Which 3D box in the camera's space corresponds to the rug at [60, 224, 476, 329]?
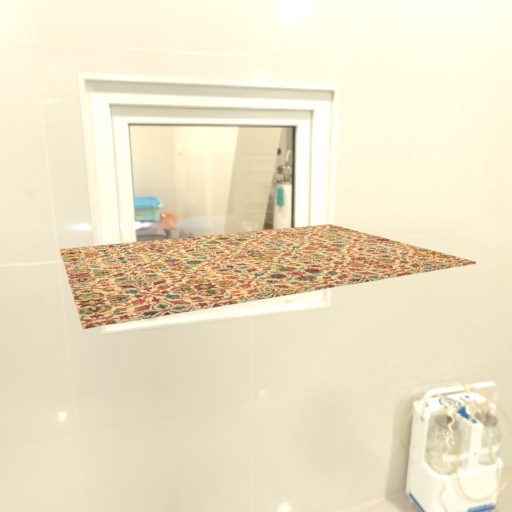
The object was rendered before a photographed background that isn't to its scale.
[{"bbox_3d":[0.000,0.000,2.334,1.838,0.013,1.226,-7,15,-26],"label":"rug"}]
